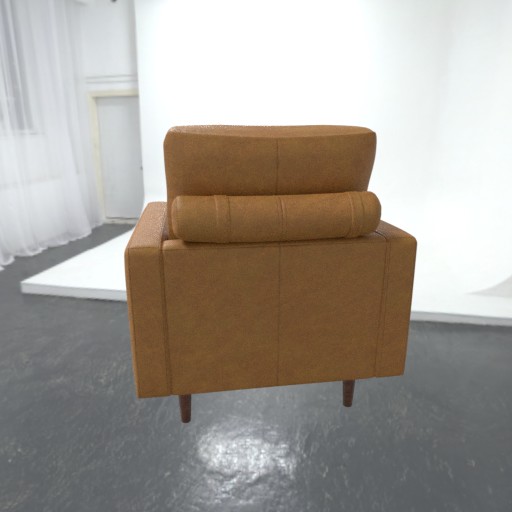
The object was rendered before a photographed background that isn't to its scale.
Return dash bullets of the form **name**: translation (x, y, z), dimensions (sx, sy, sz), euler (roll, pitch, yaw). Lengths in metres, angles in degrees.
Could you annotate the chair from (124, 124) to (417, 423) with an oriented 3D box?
- **chair**: translation (0.000, 0.000, 1.589), dimensions (0.831, 0.896, 0.868), euler (-2, 16, -9)
